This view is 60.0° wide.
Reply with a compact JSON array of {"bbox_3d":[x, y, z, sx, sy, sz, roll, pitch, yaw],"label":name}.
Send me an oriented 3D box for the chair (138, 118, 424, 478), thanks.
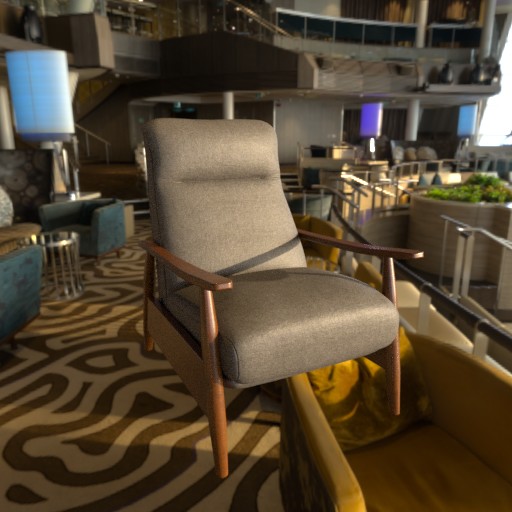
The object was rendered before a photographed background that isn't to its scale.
[{"bbox_3d":[0.000,0.000,1.773,0.762,1.081,1.014,-7,17,-26],"label":"chair"}]
